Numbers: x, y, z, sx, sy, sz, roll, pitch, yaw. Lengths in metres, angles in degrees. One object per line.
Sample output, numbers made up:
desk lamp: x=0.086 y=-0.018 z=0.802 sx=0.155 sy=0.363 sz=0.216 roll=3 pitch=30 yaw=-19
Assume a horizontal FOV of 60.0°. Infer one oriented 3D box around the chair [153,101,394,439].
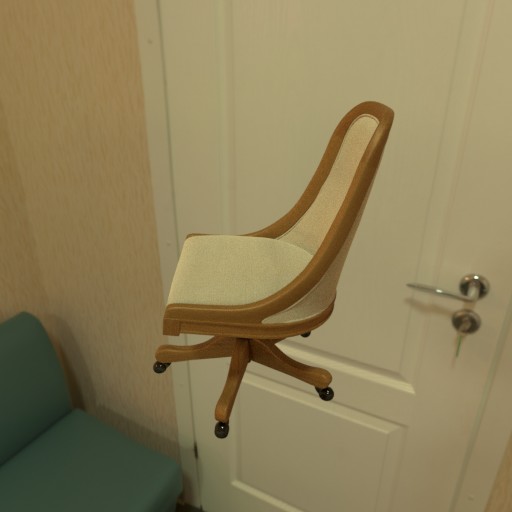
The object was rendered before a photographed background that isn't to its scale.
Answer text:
chair: x=0.000 y=0.000 z=1.549 sx=0.811 sy=1.009 sz=0.702 roll=-1 pitch=26 yaw=-1
